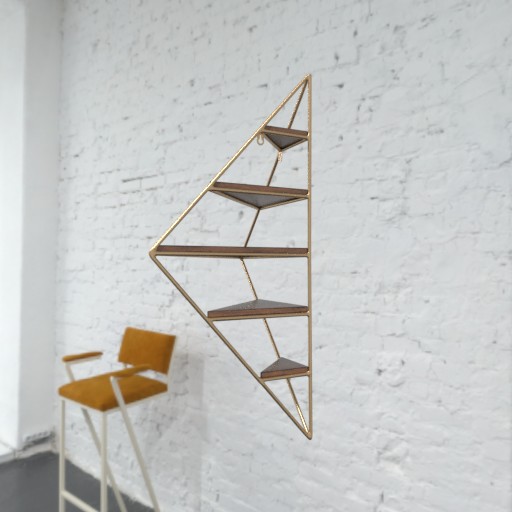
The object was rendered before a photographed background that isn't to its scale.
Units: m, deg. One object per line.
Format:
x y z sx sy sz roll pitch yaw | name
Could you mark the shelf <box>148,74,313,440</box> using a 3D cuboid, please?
0.000 0.000 1.151 0.294 0.913 0.564 0 -1 18 | shelf
